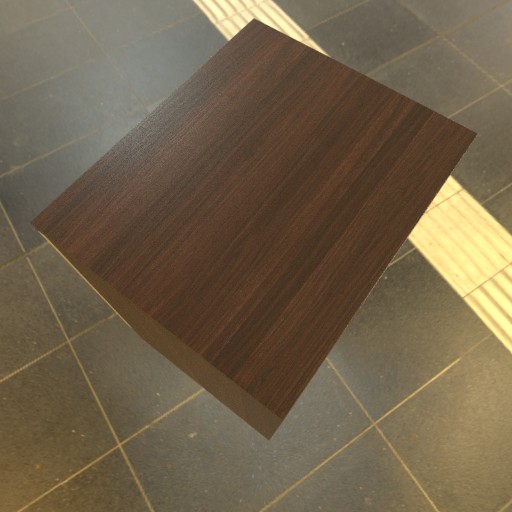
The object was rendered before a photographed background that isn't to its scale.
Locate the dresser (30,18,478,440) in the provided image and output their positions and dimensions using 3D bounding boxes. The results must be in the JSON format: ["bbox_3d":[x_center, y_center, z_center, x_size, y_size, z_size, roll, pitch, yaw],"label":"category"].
[{"bbox_3d":[0.000,0.000,0.718,0.360,0.470,0.400,34,70,14],"label":"dresser"}]
